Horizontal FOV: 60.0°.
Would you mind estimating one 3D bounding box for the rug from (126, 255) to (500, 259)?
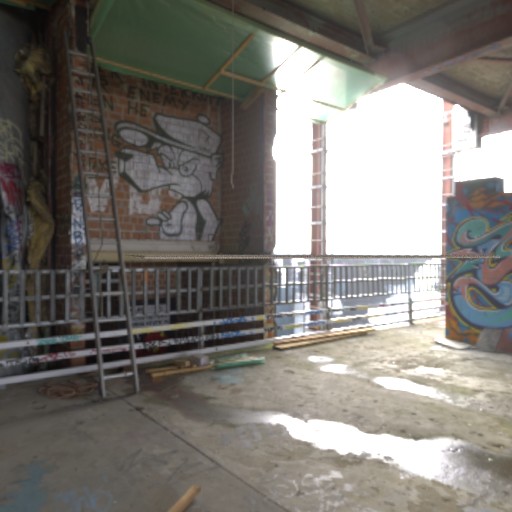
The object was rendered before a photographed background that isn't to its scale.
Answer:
[{"bbox_3d":[0.000,0.000,2.237,1.219,0.010,1.829,0,0,-18],"label":"rug"}]
